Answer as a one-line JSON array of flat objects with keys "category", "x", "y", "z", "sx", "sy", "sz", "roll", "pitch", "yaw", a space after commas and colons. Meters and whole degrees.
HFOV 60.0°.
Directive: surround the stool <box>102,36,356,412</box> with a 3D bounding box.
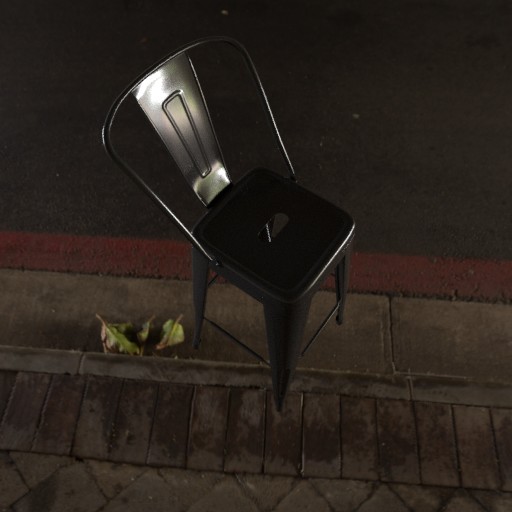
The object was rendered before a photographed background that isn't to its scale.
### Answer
[{"category": "stool", "x": 0.000, "y": 0.000, "z": 1.268, "sx": 0.528, "sy": 1.022, "sz": 0.432, "roll": 32, "pitch": 64, "yaw": 18}]
